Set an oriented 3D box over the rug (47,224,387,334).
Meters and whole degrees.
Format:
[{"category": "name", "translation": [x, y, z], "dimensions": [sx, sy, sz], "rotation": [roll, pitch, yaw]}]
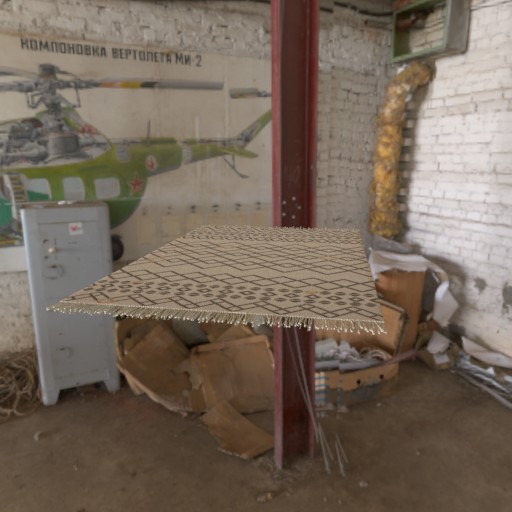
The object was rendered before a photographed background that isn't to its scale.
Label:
[{"category": "rug", "translation": [0.000, 0.000, 2.489], "dimensions": [1.224, 0.028, 2.023], "rotation": [2, 13, 10]}]
